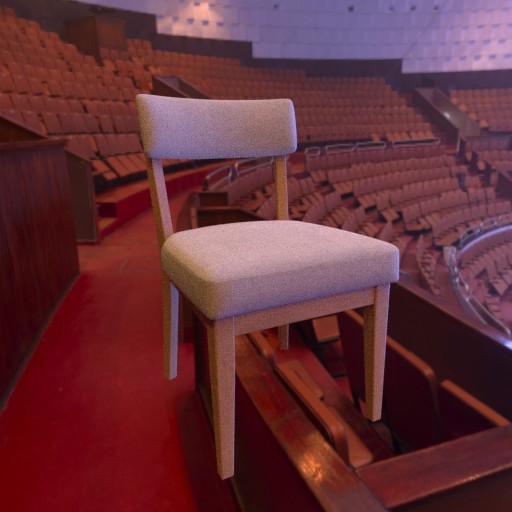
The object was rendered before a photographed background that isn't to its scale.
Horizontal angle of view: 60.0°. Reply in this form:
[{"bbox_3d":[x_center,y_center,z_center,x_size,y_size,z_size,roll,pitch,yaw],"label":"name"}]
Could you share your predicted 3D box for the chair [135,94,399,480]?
[{"bbox_3d":[0.000,0.000,1.191,0.508,0.832,0.572,-8,18,-27],"label":"chair"}]
